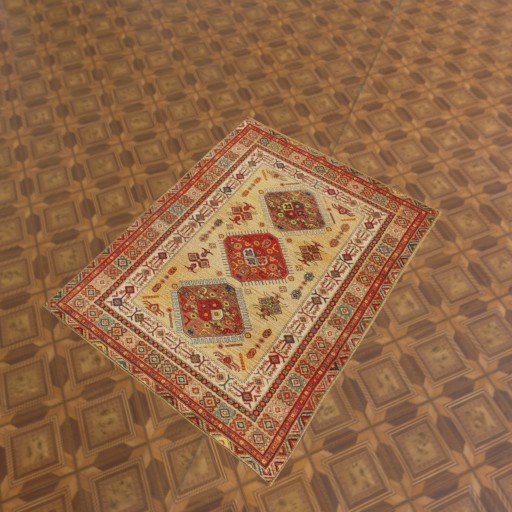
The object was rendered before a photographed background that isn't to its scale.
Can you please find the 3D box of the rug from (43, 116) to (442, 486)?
[{"bbox_3d":[0.000,0.000,4.215,2.460,0.005,3.067,31,63,18],"label":"rug"}]
